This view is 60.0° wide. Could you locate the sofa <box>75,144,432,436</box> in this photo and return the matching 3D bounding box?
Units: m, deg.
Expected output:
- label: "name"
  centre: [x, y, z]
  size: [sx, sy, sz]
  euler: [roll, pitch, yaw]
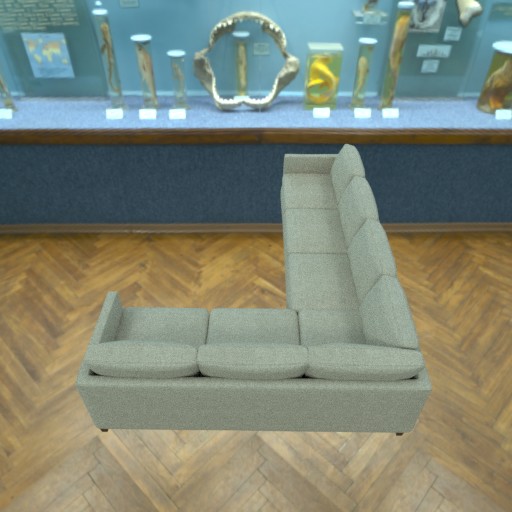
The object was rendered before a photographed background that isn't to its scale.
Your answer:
- label: "sofa"
  centre: [0.000, 0.000, 4.431]
  size: [2.522, 0.934, 3.333]
  euler: [1, 41, 1]
